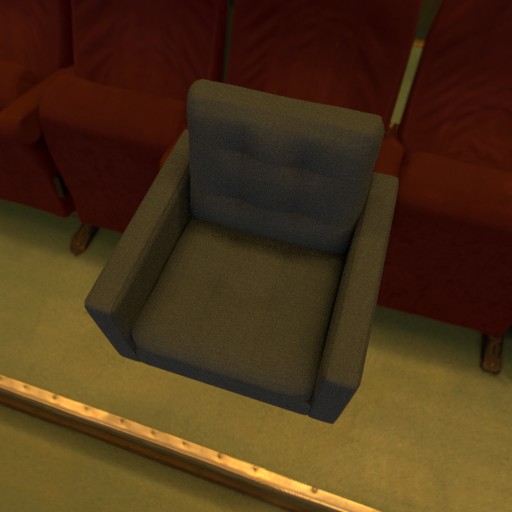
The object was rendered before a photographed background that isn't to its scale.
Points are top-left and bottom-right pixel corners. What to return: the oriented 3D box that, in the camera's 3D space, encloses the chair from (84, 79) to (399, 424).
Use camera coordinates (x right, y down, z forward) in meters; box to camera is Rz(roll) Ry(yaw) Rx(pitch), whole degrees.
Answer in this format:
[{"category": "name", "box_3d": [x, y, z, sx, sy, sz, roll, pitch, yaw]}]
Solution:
[{"category": "chair", "box_3d": [0.000, 0.000, 1.527, 0.821, 0.880, 0.843, 15, 59, 9]}]
